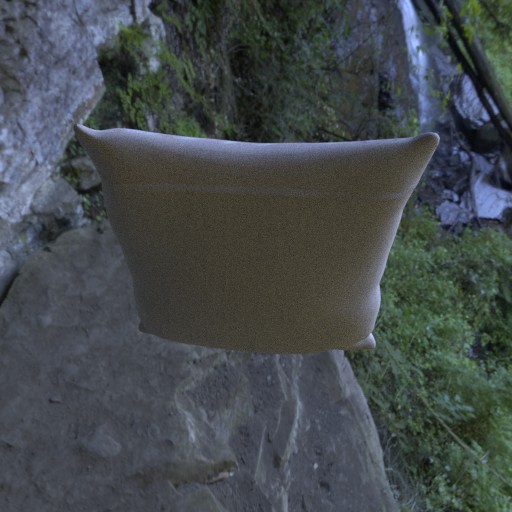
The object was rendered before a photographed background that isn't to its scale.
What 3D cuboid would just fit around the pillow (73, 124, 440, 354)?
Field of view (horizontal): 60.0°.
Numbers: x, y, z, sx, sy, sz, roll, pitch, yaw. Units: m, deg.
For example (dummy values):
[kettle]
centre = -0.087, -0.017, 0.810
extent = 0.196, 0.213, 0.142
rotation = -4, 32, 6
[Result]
[pillow]
centre = 0.000, 0.000, 0.672
extent = 0.440, 0.441, 0.182
rotation = 3, 47, 3
